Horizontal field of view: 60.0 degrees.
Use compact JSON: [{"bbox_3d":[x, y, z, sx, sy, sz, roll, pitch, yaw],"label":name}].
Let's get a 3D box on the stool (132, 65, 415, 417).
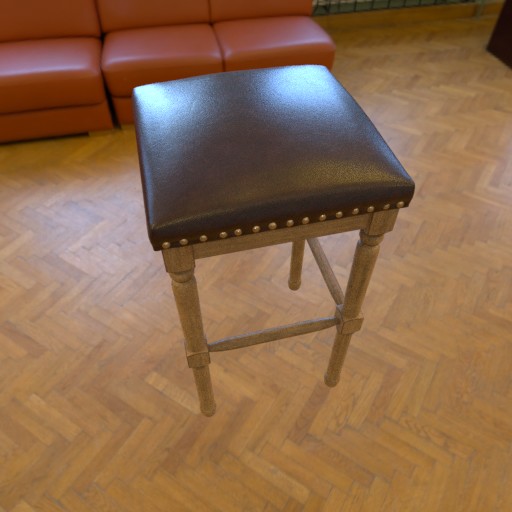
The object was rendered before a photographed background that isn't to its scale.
[{"bbox_3d":[0.000,0.000,0.942,0.382,0.702,0.383,-10,49,-9],"label":"stool"}]
